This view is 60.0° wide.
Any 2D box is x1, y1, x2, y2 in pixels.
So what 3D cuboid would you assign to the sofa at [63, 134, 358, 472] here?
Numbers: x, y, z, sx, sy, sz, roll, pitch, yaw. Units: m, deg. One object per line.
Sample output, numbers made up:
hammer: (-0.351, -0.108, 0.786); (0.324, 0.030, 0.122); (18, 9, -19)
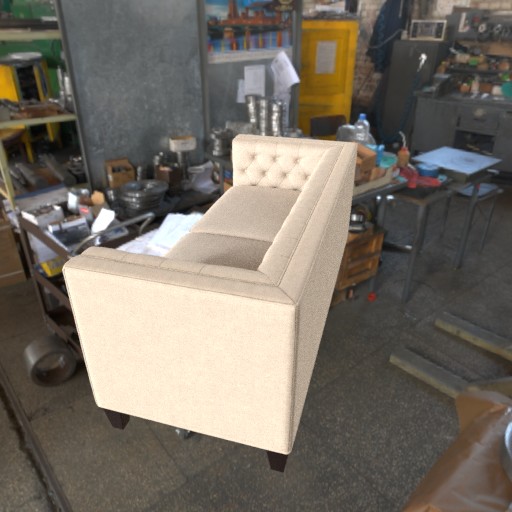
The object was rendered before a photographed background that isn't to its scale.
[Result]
sofa: (0.000, 0.000, 2.232); (0.775, 0.762, 1.778); (8, 30, 14)
